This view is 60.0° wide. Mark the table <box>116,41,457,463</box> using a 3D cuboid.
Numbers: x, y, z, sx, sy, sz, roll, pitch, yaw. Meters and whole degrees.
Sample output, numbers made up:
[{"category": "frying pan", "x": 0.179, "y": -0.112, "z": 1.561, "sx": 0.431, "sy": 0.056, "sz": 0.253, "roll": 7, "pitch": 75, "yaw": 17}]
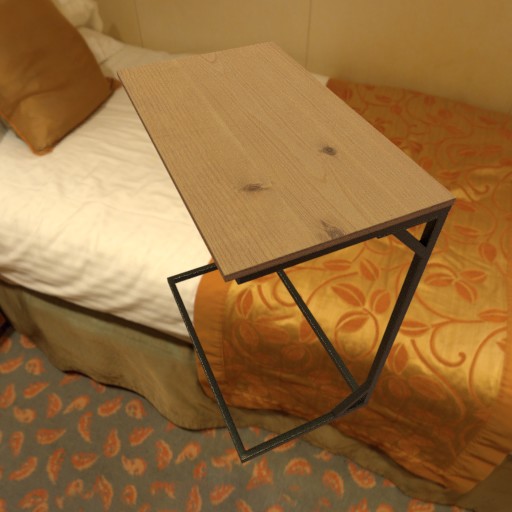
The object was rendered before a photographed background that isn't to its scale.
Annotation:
[{"category": "table", "x": 0.000, "y": 0.000, "z": 1.005, "sx": 0.351, "sy": 0.673, "sz": 0.597, "roll": -18, "pitch": 50, "yaw": -16}]
